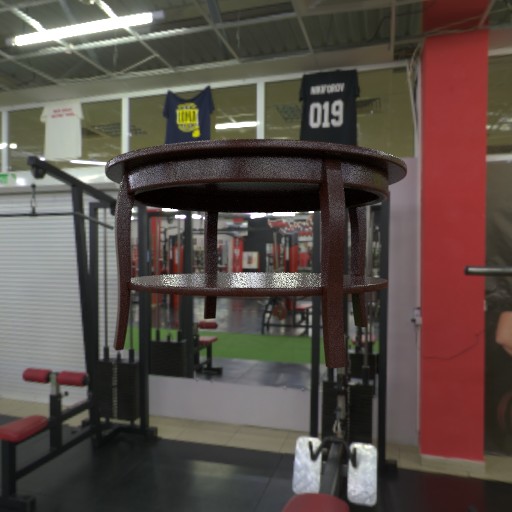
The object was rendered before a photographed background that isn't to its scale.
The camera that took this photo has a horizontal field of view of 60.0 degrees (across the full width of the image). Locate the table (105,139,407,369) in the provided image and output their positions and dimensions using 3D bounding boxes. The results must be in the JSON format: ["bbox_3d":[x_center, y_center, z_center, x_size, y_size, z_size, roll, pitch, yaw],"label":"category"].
[{"bbox_3d":[0.000,0.000,1.412,0.911,0.512,0.911,0,0,0],"label":"table"}]
